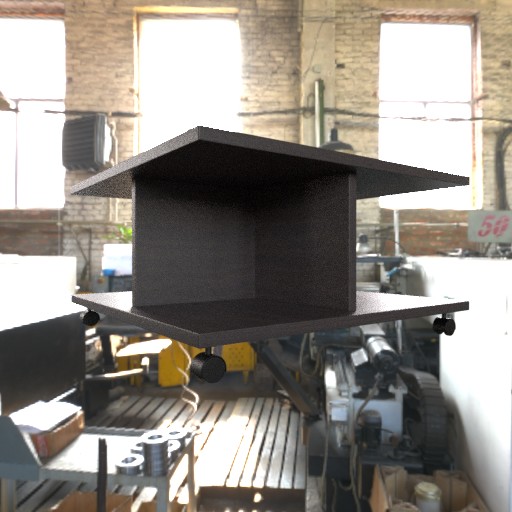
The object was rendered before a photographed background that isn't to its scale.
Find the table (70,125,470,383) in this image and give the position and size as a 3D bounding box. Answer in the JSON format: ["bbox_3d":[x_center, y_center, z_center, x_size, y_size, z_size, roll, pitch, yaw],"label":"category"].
[{"bbox_3d":[0.000,0.000,1.187,0.762,0.396,0.762,0,0,-36],"label":"table"}]
